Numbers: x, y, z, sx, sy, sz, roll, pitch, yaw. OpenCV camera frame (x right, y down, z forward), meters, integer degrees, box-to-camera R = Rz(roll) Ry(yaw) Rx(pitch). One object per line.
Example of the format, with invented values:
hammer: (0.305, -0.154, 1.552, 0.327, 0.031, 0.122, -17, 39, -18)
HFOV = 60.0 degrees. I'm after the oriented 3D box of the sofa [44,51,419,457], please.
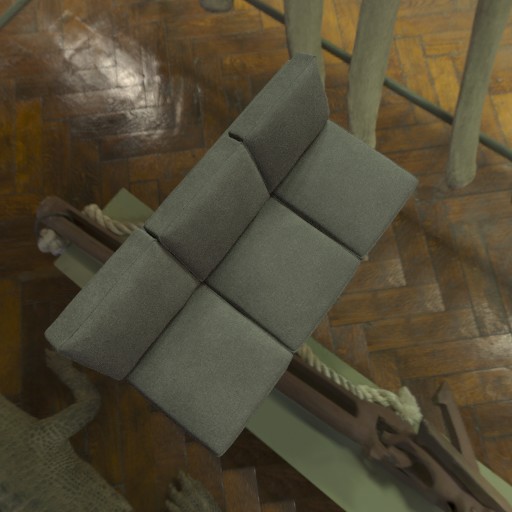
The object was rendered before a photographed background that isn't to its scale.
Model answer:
sofa: (0.000, 0.000, 2.520, 1.027, 0.973, 1.962, 36, 78, 9)
